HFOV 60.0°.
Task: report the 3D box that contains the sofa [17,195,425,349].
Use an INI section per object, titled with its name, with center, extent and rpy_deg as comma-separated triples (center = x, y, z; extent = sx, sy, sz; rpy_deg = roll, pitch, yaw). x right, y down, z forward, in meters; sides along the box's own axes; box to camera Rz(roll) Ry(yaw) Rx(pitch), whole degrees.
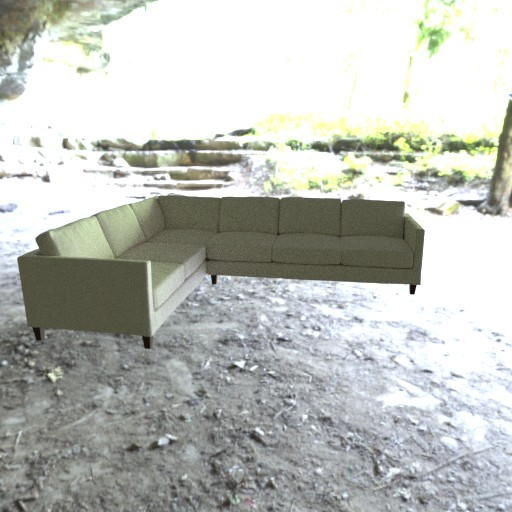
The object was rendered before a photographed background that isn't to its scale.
[sofa]
center = 0.000, 0.000, 4.218
extent = 3.182, 0.863, 2.432
rpy_deg = 2, 15, 9
